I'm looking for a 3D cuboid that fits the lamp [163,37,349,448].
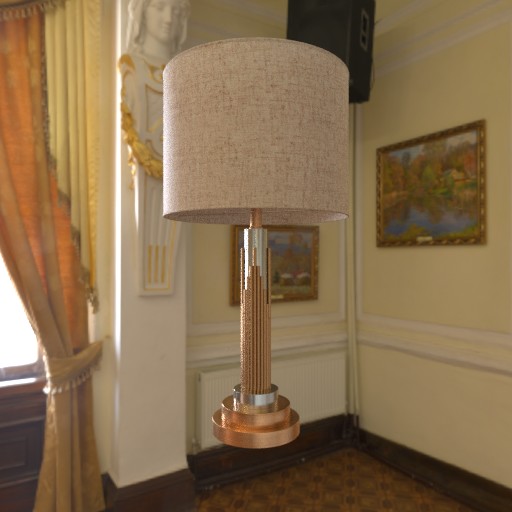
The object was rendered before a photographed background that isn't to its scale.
[{"bbox_3d":[0.000,0.000,0.779,0.321,0.610,0.321,0,0,-20],"label":"lamp"}]
